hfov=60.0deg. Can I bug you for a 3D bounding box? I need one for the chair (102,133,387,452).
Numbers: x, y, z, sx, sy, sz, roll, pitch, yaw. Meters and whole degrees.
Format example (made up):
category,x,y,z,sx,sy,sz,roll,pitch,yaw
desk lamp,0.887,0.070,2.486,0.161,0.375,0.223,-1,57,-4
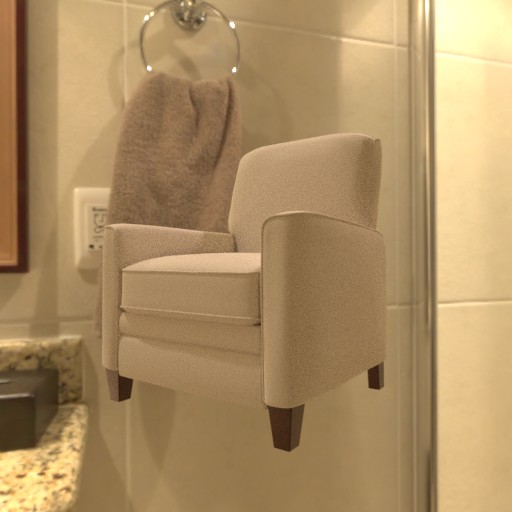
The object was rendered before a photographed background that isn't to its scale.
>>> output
category,x,y,z,sx,sy,sz,roll,pitch,yaw
chair,0.000,0.000,1.679,0.841,1.028,0.858,0,-1,35
